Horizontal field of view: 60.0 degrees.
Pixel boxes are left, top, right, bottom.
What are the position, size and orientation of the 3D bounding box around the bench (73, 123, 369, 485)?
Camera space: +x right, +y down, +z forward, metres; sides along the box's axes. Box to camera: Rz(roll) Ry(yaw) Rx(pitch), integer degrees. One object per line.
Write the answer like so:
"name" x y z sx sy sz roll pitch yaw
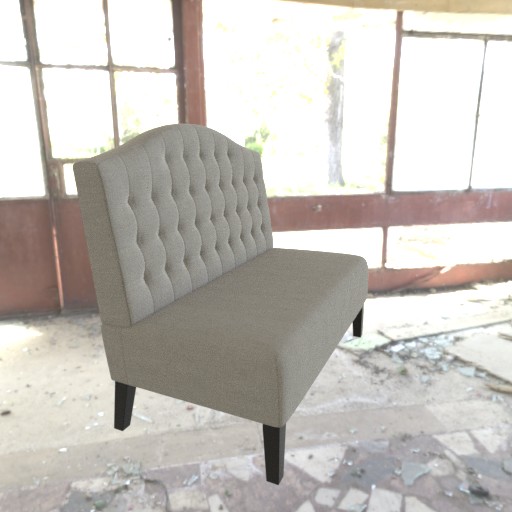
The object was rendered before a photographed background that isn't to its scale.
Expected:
"bench" 0.000 0.000 2.046 0.815 1.180 1.335 7 16 24
